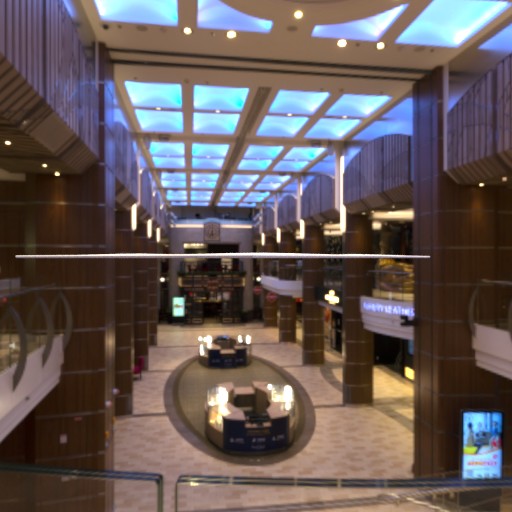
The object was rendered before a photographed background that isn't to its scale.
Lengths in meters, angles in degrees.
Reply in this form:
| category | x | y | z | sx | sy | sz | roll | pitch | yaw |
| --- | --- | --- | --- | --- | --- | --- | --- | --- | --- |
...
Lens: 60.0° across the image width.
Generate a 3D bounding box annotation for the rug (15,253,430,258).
| category | x | y | z | sx | sy | sz | roll | pitch | yaw |
| --- | --- | --- | --- | --- | --- | --- | --- | --- | --- |
| rug | 0.000 | 0.000 | 3.057 | 1.706 | 0.026 | 2.438 | 0 | 0 | 35 |
